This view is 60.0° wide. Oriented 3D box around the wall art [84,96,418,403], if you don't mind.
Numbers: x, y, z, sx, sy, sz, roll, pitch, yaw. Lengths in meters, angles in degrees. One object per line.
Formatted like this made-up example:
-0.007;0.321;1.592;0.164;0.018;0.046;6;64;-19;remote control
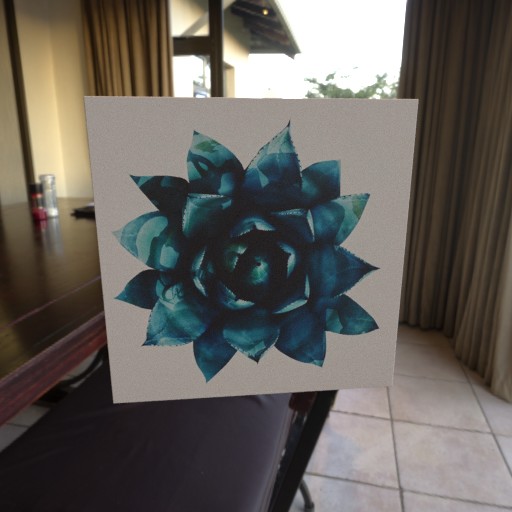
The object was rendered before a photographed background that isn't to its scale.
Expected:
0.000;0.000;0.607;0.406;0.406;0.038;-2;15;-6;wall art
